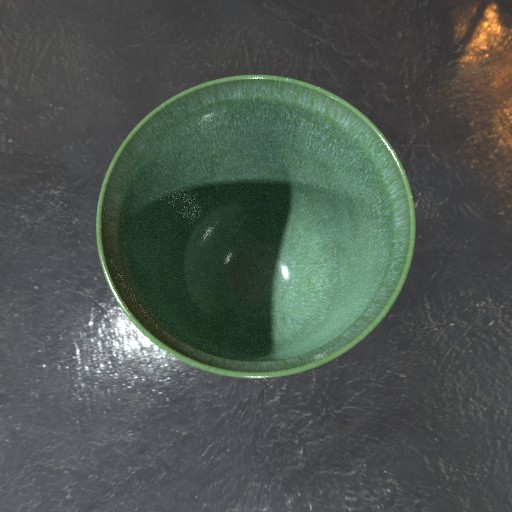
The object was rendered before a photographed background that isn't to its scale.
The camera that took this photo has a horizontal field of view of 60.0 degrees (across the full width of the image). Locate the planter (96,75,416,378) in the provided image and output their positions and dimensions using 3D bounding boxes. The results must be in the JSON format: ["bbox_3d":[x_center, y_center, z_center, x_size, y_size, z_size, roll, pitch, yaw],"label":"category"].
[{"bbox_3d":[0.000,0.000,0.373,0.195,0.214,0.195,0,76,0],"label":"planter"}]
